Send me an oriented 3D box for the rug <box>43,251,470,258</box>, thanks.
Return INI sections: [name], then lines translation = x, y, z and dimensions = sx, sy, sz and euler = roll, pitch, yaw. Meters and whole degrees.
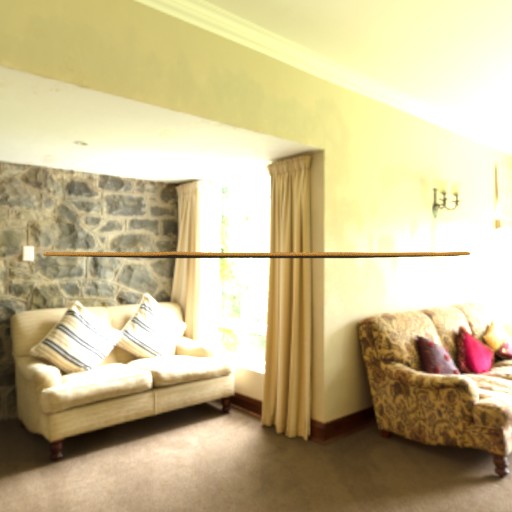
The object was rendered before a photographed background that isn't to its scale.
[rug]
translation = 0.000, 0.000, 0.884
dimensions = 0.548, 0.006, 0.639
euler = 0, -1, 0
